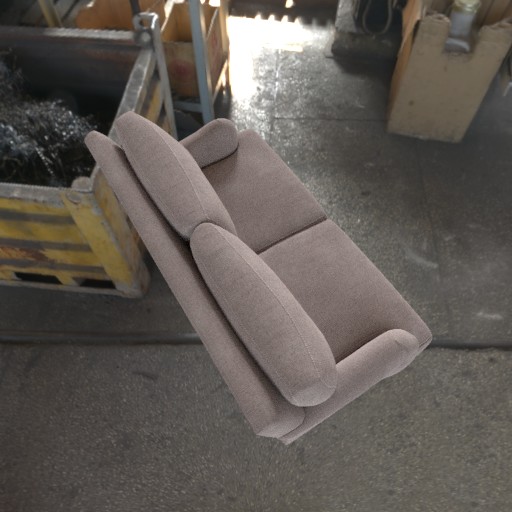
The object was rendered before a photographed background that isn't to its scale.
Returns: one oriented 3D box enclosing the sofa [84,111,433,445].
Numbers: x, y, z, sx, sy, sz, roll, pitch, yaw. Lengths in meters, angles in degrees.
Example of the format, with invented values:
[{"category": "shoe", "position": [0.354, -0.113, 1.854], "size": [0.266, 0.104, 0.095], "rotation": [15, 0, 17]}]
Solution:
[{"category": "sofa", "position": [0.000, 0.000, 2.510], "size": [1.084, 1.101, 1.853], "rotation": [-28, 63, -16]}]
